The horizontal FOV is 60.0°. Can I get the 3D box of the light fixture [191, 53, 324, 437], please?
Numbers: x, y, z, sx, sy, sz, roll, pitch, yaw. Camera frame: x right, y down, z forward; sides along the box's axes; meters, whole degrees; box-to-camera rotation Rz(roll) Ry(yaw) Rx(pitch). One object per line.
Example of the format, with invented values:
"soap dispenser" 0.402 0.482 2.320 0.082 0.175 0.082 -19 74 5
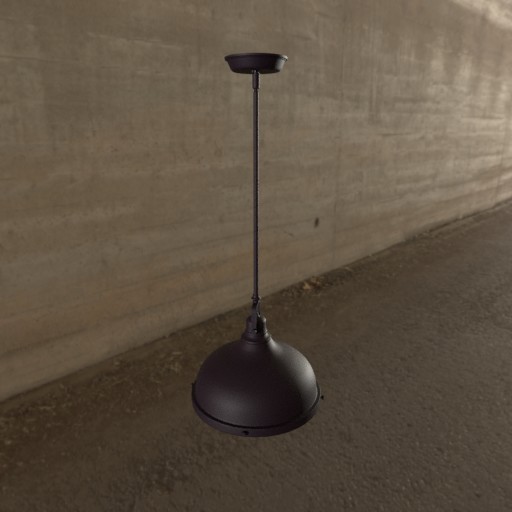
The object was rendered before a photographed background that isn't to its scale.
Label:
"light fixture" 0.000 0.000 1.030 0.341 0.849 0.341 3 16 9
